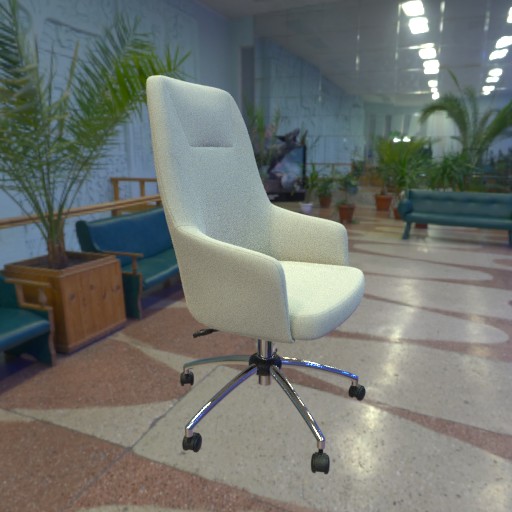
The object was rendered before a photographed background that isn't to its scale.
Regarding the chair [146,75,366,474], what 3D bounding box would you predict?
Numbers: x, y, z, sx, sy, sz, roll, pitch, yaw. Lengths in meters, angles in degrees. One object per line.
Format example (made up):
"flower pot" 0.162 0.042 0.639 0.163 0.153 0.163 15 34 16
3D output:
"chair" 0.000 0.000 1.379 0.640 1.049 0.620 7 15 26
